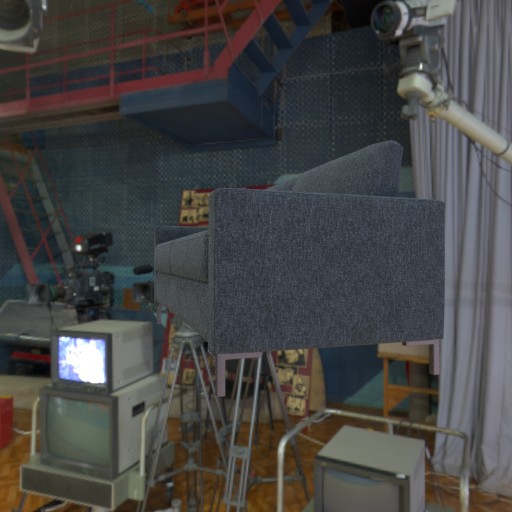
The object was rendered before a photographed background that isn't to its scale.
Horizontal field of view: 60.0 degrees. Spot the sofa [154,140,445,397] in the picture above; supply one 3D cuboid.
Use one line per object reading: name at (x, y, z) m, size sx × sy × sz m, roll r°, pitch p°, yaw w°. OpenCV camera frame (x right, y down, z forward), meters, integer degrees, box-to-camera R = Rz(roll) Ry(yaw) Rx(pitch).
sofa at (0.000, 0.000, 2.232) m, size 0.866 × 0.862 × 1.716 m, roll 0°, pitch -1°, yaw -19°
